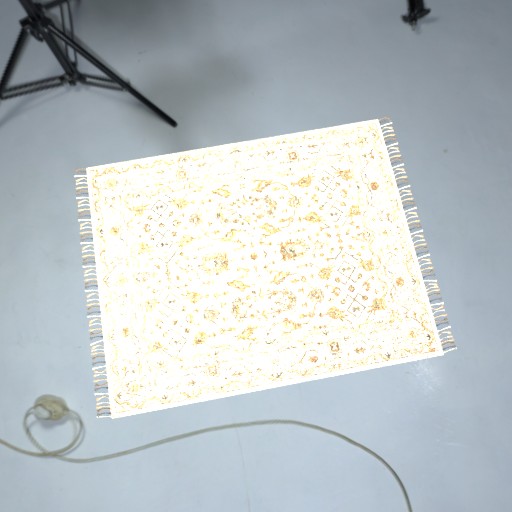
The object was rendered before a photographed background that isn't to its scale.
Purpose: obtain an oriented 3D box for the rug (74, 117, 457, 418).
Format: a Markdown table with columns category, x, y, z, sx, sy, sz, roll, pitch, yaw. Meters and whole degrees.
| category | x | y | z | sx | sy | sz | roll | pitch | yaw |
| --- | --- | --- | --- | --- | --- | --- | --- | --- | --- |
| rug | 0.000 | 0.000 | 2.230 | 1.726 | 0.009 | 1.278 | -10 | 76 | -2 |
